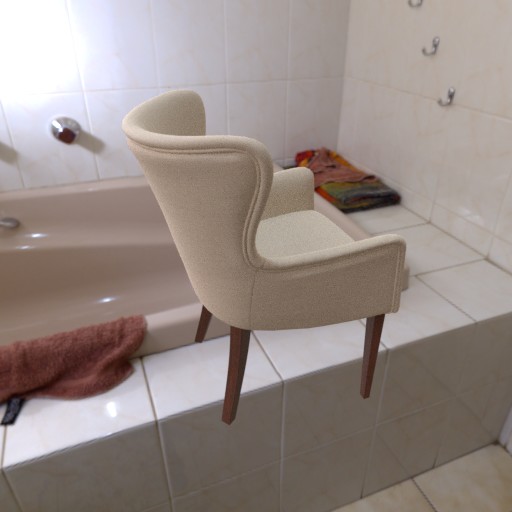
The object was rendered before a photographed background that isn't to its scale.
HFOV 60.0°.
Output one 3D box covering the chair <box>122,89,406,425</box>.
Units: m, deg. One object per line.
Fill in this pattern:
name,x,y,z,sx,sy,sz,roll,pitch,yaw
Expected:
chair,0.000,0.000,1.499,0.744,0.990,0.696,-10,31,-17
